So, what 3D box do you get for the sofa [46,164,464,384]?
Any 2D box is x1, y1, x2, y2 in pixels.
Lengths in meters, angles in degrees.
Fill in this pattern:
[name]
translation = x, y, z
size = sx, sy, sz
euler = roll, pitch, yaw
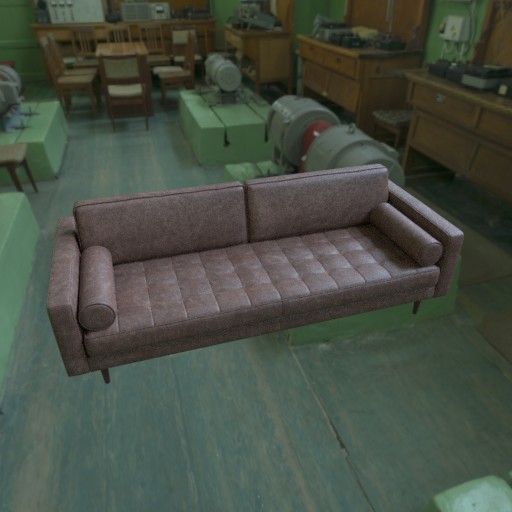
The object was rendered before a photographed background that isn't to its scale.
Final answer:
[sofa]
translation = 0.000, 0.000, 2.648
size = 2.210, 0.762, 0.914
euler = -10, 34, -15
